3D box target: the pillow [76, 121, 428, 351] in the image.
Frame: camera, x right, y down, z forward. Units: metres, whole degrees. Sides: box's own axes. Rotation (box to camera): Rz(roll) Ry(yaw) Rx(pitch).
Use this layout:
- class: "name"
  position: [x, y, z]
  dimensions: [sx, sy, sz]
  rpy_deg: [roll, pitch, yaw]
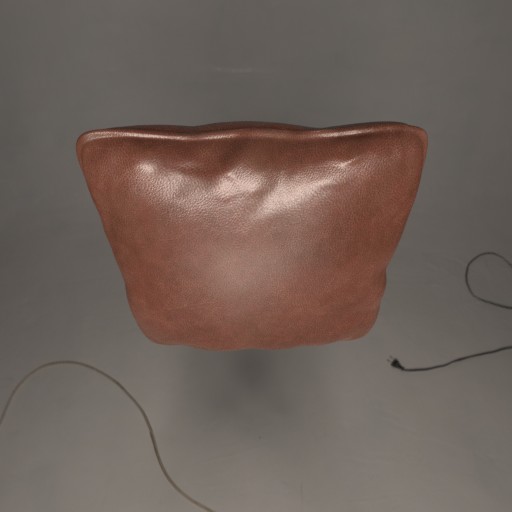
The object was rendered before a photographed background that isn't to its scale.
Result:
- class: "pillow"
  position: [0.000, 0.000, 0.819]
  dimensions: [0.532, 0.523, 0.236]
  rpy_deg: [-1, 46, -1]
